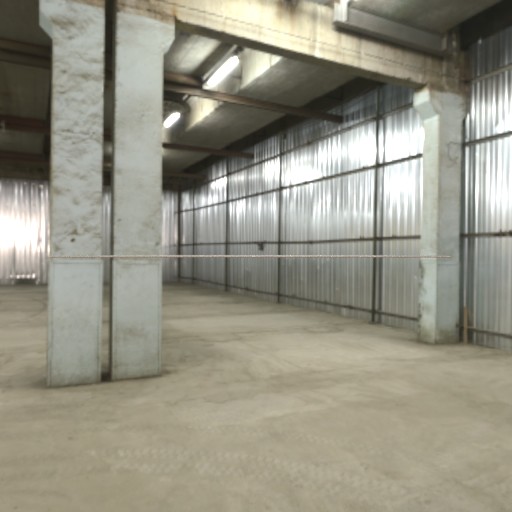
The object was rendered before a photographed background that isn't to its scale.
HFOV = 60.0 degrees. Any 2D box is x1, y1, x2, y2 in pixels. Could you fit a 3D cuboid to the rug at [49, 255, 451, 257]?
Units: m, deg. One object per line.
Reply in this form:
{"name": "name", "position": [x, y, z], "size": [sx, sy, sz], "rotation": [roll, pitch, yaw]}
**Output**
{"name": "rug", "position": [0.000, 0.000, 4.089], "size": [2.363, 0.012, 2.980], "rotation": [0, 0, 2]}
